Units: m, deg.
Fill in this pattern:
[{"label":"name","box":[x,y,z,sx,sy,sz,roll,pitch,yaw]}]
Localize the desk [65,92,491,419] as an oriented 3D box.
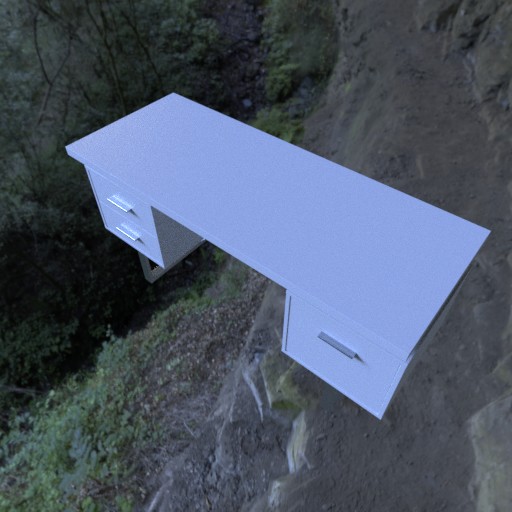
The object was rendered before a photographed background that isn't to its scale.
[{"label":"desk","box":[0.000,0.000,1.924,1.530,0.773,0.603,31,54,26]}]
